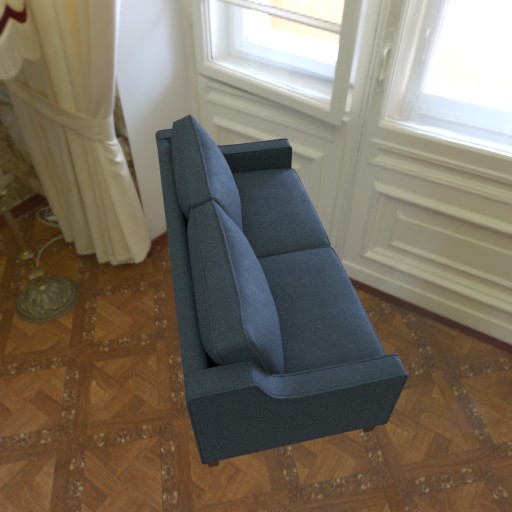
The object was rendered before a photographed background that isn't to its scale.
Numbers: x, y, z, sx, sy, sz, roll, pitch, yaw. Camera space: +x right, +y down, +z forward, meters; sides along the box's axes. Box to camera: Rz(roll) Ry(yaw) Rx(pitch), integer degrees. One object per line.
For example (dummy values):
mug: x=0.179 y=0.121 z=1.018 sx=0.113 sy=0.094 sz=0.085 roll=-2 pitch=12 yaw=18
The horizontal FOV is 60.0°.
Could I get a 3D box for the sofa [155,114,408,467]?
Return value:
sofa: x=0.000 y=0.000 z=2.876 sx=1.066 sy=1.071 sz=2.178 roll=-9 pitch=46 yaw=-9
